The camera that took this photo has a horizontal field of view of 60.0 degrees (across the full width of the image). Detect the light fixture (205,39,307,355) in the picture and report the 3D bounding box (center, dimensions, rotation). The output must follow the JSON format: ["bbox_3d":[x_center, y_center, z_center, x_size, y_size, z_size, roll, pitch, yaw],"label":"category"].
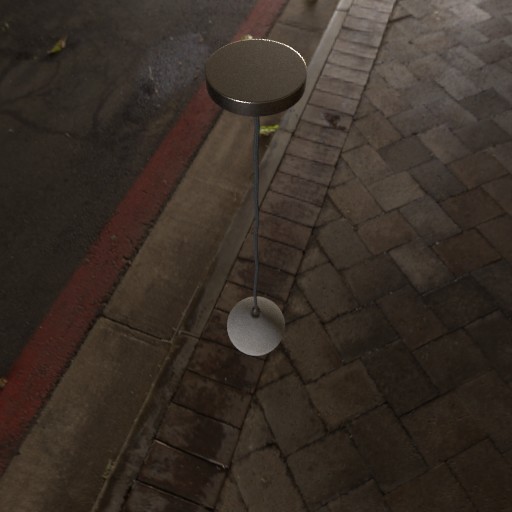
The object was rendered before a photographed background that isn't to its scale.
[{"bbox_3d":[0.000,0.000,0.803,0.139,0.764,0.139,-33,64,-19],"label":"light fixture"}]
